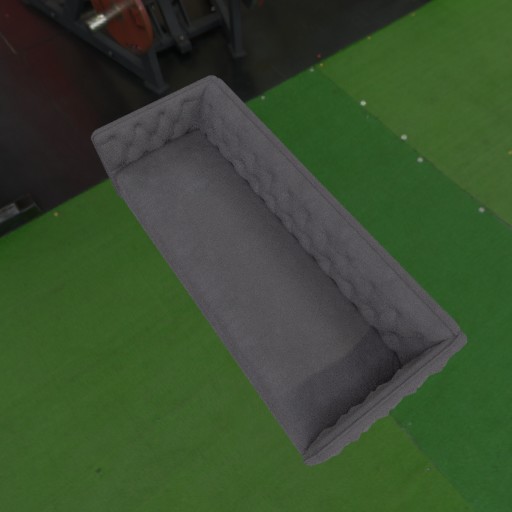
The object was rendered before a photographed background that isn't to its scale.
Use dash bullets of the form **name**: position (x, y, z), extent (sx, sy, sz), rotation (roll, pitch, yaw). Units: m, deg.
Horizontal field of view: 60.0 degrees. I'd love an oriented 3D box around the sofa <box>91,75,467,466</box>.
- **sofa**: position (0.000, 0.000, 2.643), extent (0.895, 0.771, 2.209), rotation (-32, 67, -16)
